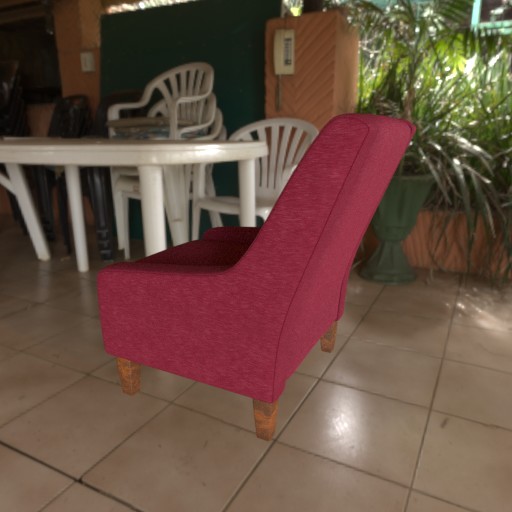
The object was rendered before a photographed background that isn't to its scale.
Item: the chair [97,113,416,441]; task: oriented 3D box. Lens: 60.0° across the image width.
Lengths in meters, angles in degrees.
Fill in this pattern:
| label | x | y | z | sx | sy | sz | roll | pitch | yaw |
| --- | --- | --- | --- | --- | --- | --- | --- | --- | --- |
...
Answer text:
| label | x | y | z | sx | sy | sz | roll | pitch | yaw |
| --- | --- | --- | --- | --- | --- | --- | --- | --- | --- |
| chair | 0.000 | 0.000 | 1.696 | 0.985 | 1.017 | 0.793 | 8 | 18 | 25 |
